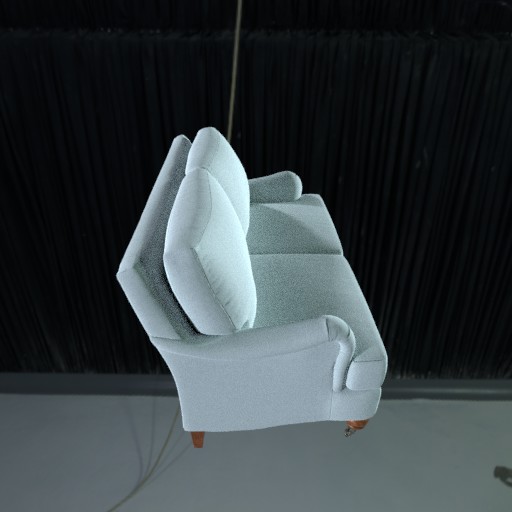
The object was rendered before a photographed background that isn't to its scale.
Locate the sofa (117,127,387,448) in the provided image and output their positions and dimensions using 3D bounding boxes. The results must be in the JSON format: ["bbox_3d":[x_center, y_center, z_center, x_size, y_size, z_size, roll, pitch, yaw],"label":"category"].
[{"bbox_3d":[0.000,0.000,2.595,1.084,1.101,1.853,-1,31,-2],"label":"sofa"}]
